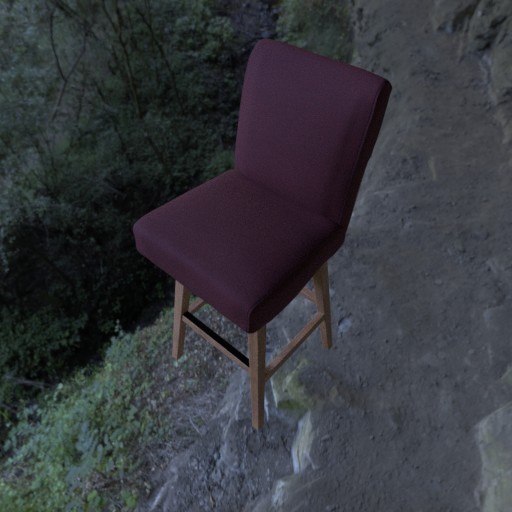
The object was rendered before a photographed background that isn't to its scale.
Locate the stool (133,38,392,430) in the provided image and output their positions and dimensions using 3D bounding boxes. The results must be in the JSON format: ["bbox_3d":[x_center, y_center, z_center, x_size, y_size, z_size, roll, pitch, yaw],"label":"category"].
[{"bbox_3d":[0.000,0.000,1.398,0.468,1.093,0.562,32,55,27],"label":"stool"}]
